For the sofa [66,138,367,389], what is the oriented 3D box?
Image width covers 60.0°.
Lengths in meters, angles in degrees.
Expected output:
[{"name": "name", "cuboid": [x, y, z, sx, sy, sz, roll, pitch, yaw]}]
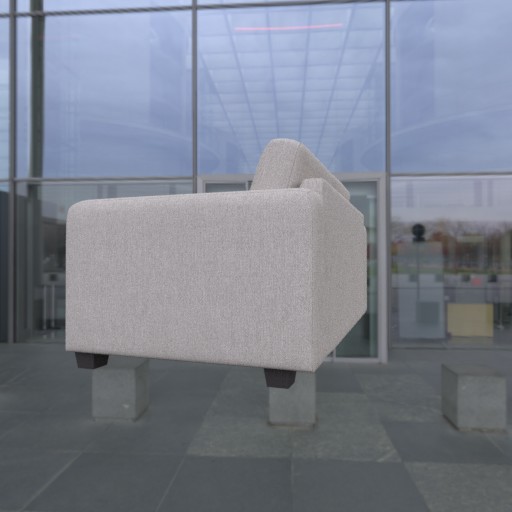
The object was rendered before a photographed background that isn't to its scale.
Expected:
[{"name": "sofa", "cuboid": [0.000, 0.000, 2.110, 0.900, 0.800, 1.540, 0, 0, 19]}]
